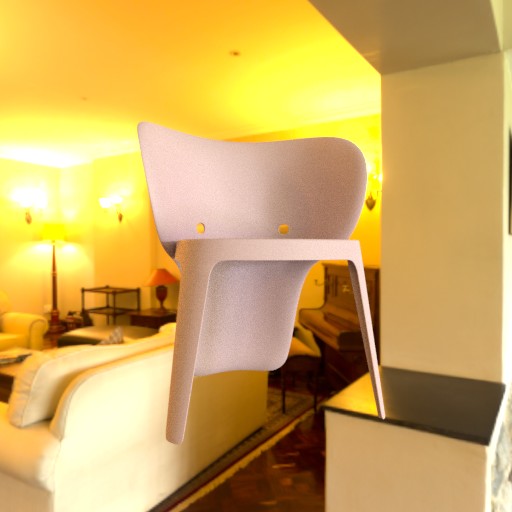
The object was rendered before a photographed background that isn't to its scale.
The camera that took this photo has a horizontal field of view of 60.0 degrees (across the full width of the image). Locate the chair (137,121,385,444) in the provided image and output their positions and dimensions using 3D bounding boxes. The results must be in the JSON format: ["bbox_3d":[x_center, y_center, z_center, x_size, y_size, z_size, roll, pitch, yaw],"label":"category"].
[{"bbox_3d":[0.000,0.000,0.872,0.451,0.554,0.402,0,1,-17],"label":"chair"}]
